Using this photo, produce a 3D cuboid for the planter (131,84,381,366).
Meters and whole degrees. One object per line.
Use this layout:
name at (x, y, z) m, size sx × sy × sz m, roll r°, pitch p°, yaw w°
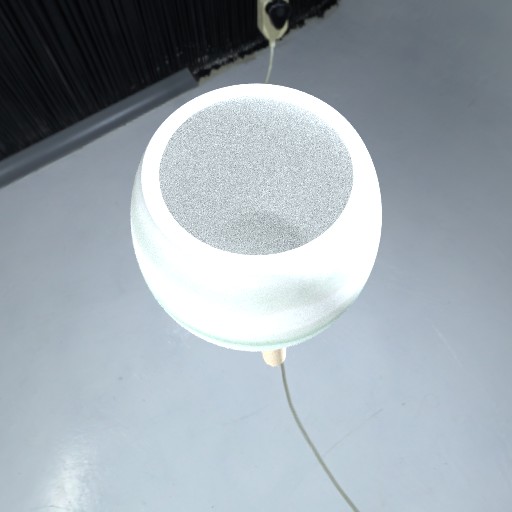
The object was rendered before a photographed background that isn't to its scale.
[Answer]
planter at (0.000, 0.000, 0.340) m, size 0.161 × 0.224 × 0.161 m, roll 0°, pitch 65°, yaw 0°
